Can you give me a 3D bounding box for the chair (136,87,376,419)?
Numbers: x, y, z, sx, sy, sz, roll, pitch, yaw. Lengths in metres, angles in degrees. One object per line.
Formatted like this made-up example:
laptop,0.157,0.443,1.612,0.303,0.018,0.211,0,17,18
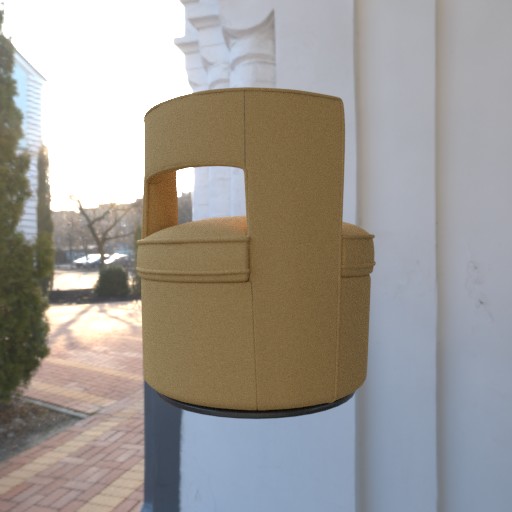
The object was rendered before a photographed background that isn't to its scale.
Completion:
chair,0.000,0.000,1.251,0.650,0.723,0.665,0,0,35
